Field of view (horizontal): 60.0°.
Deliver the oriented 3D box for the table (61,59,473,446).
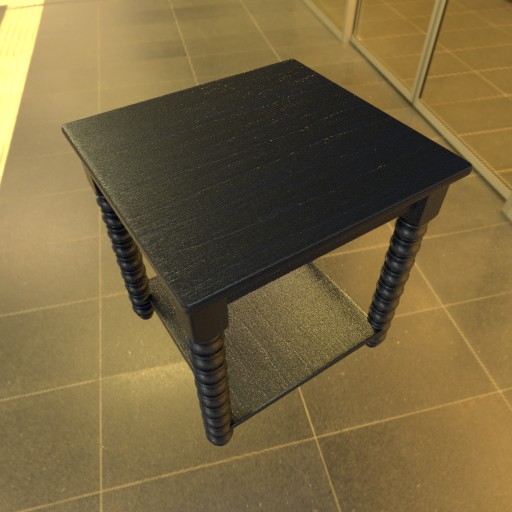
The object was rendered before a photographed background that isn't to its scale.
[{"bbox_3d":[0.000,0.000,0.972,0.533,0.567,0.500,-26,52,-22],"label":"table"}]
